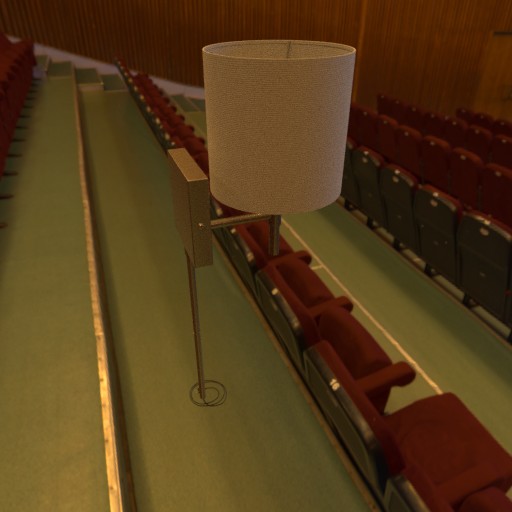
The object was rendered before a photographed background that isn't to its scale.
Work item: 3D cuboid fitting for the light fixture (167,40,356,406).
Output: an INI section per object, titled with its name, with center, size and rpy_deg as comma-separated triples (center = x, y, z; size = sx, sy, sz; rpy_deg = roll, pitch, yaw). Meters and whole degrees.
[light fixture]
center = 0.000, 0.000, 0.693
size = 0.248, 0.589, 0.188
rpy_deg = -11, 33, -18
